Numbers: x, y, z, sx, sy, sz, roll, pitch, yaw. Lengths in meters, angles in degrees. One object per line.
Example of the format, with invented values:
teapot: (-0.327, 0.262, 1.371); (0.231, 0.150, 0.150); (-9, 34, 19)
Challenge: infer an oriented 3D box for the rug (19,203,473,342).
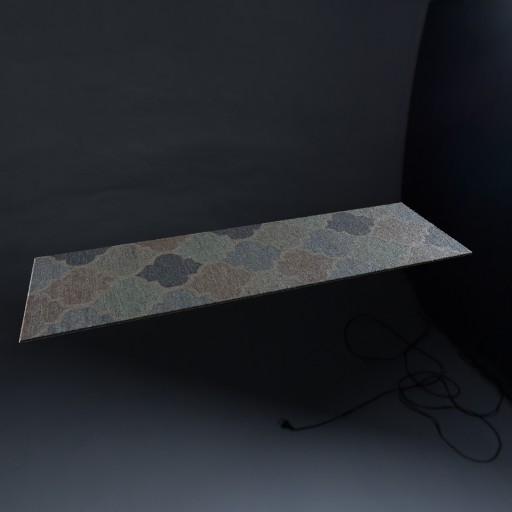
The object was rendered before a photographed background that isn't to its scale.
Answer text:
rug: (0.000, 0.000, 2.414); (2.287, 0.011, 0.687); (-10, 33, -15)
